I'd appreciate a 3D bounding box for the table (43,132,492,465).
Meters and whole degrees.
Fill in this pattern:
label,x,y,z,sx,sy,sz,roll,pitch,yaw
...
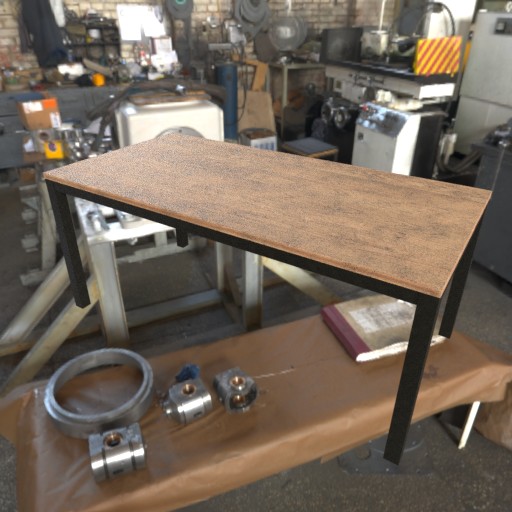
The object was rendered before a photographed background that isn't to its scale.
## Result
label,x,y,z,sx,sy,sz,roll,pitch,yaw
table,0.000,0.000,2.168,1.805,0.767,0.893,18,34,28
